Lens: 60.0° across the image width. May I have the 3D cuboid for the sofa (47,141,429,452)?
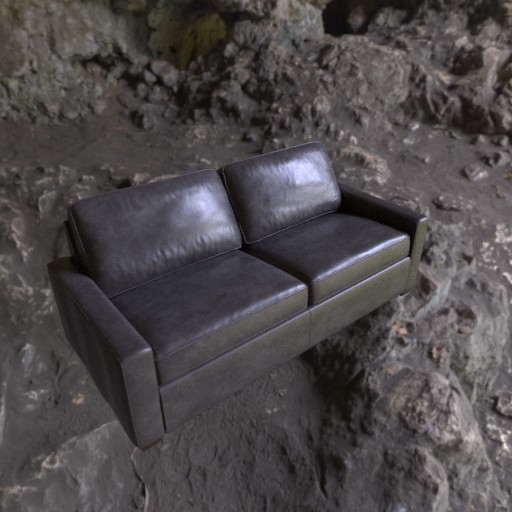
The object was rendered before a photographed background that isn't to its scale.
[{"bbox_3d":[0.000,0.000,2.590,2.081,0.916,0.939,-22,37,-33],"label":"sofa"}]
